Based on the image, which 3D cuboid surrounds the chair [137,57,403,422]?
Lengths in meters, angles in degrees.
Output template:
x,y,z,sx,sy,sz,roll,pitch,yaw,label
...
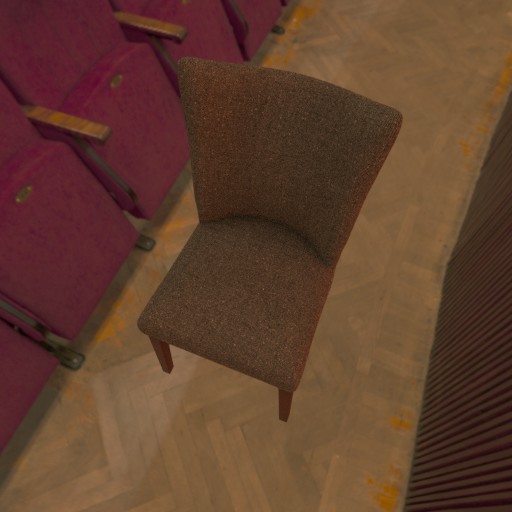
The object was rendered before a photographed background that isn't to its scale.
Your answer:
x,y,z,sx,sy,sz,roll,pitch,yaw,label
0.000,0.000,1.291,0.535,0.924,0.623,19,60,11,chair
